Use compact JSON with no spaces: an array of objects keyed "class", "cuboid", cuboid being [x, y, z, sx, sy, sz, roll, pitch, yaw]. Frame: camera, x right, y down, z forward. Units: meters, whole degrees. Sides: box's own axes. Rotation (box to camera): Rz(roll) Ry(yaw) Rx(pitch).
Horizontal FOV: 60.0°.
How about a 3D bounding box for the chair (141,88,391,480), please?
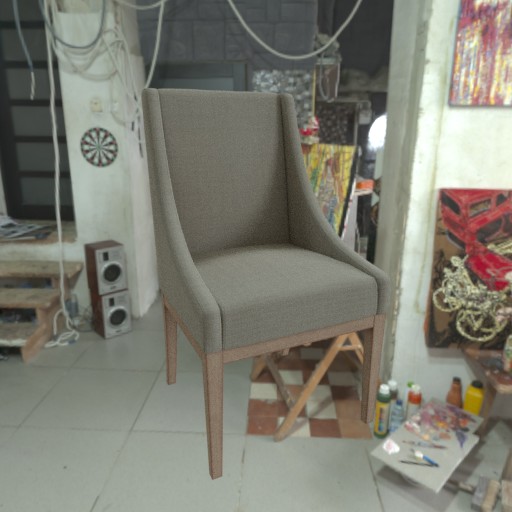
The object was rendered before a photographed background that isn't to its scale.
[{"class":"chair","cuboid":[0.000,0.000,1.403,0.575,1.021,0.611,-8,18,-26]}]
